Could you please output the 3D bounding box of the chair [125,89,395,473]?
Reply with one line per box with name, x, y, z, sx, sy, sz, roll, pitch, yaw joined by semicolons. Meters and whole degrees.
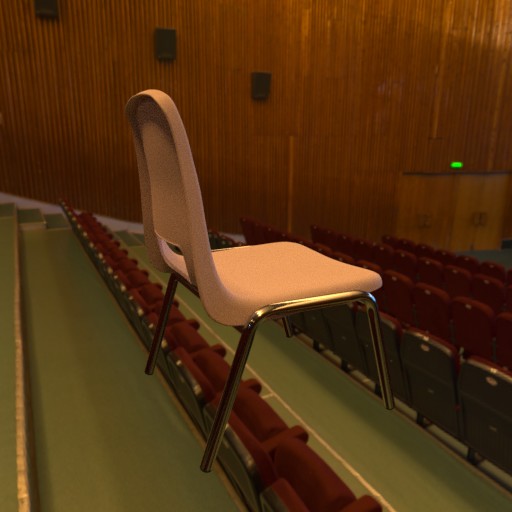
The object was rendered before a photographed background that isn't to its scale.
chair;0.000;0.000;0.789;0.385;0.537;0.354;-8;17;-27
